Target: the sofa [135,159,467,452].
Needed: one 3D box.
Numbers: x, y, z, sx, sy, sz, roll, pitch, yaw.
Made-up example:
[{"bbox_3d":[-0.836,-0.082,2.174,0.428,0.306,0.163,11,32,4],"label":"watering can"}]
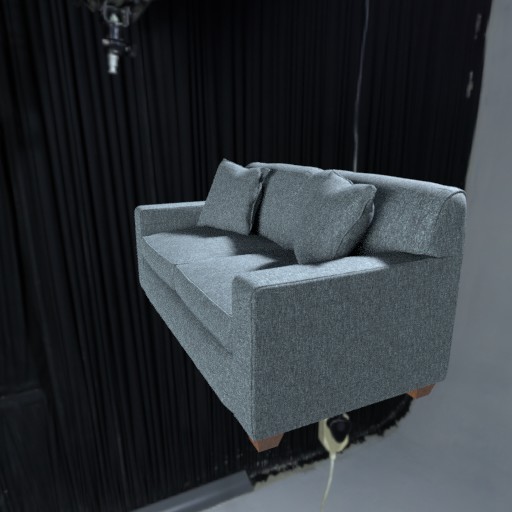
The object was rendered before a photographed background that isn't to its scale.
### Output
[{"bbox_3d":[0.000,0.000,2.412,0.998,0.958,1.846,-7,17,-25],"label":"sofa"}]
